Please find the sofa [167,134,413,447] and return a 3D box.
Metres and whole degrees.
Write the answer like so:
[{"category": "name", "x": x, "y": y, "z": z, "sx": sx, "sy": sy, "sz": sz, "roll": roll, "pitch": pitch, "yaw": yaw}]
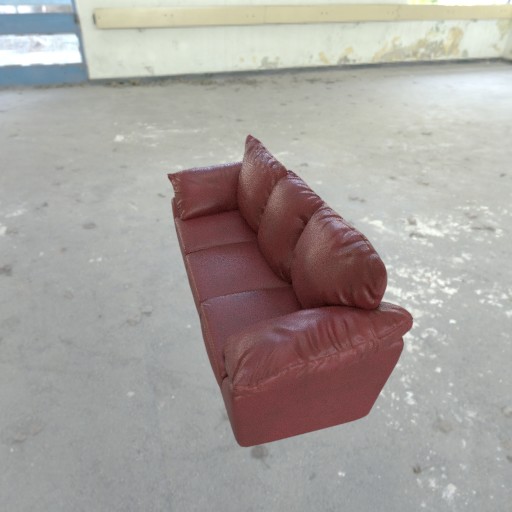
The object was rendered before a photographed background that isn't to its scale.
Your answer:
[{"category": "sofa", "x": 0.000, "y": 0.000, "z": 2.949, "sx": 0.907, "sy": 1.091, "sz": 2.390, "roll": -9, "pitch": 33, "yaw": -14}]
